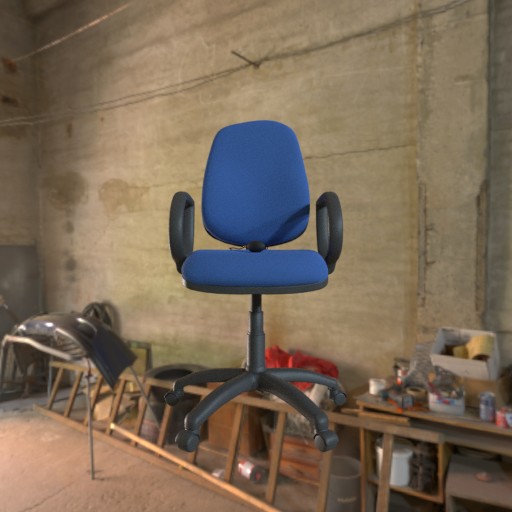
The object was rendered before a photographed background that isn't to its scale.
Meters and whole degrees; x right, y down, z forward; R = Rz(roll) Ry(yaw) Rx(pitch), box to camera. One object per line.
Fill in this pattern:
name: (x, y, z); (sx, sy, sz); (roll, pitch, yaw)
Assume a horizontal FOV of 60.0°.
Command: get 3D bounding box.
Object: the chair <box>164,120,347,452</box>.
chair: (0.000, 0.000, 1.278); (0.552, 0.905, 0.549); (0, 1, 0)
